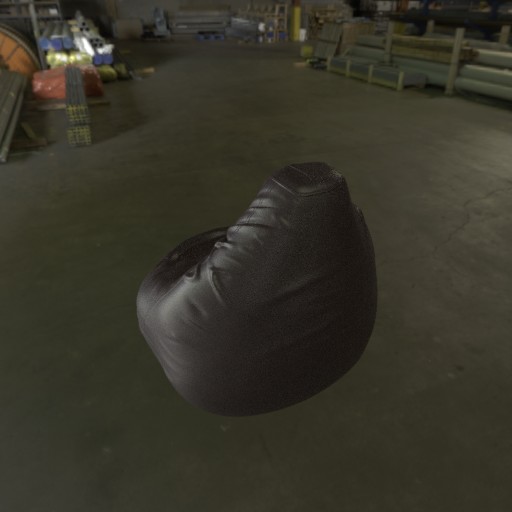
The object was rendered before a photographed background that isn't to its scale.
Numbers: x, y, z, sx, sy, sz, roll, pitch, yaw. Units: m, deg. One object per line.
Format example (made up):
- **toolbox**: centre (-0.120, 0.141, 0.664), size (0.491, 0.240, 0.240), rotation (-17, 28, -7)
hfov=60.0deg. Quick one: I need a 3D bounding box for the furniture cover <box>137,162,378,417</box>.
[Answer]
- **furniture cover**: centre (0.000, 0.000, 1.962), size (1.070, 0.990, 1.070), rotation (-20, 36, -29)
